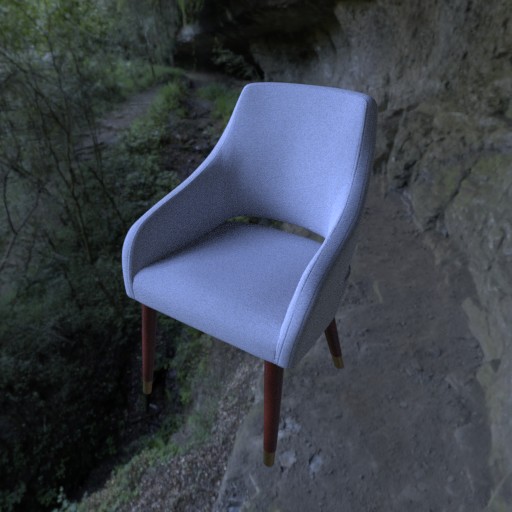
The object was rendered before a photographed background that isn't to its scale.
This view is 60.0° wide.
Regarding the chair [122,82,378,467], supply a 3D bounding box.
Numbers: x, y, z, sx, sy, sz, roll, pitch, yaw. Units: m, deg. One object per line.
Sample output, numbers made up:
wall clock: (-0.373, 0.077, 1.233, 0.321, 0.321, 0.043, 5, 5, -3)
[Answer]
chair: (0.000, 0.000, 1.321, 0.609, 0.889, 0.600, 18, 34, 29)
